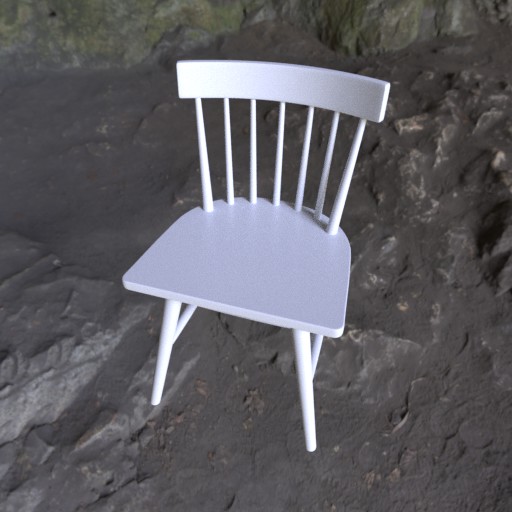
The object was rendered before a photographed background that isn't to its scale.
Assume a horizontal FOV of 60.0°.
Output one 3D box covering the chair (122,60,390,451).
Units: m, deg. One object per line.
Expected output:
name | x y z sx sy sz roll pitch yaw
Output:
chair | 0.000 0.000 1.092 0.483 0.787 0.500 11 42 13
